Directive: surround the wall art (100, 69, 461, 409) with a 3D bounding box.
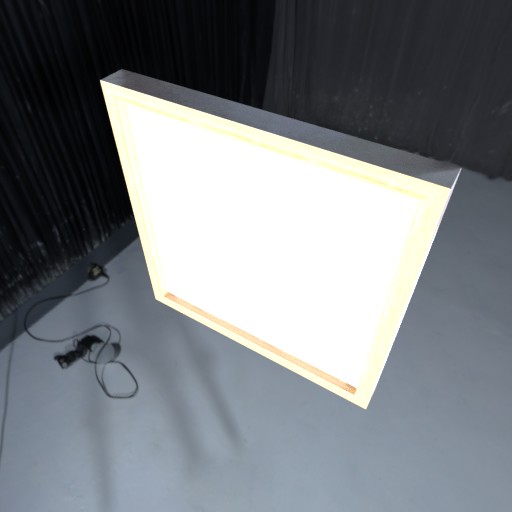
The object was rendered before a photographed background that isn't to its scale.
[{"bbox_3d":[0.000,0.000,0.450,0.303,0.303,0.028,23,50,21],"label":"wall art"}]
